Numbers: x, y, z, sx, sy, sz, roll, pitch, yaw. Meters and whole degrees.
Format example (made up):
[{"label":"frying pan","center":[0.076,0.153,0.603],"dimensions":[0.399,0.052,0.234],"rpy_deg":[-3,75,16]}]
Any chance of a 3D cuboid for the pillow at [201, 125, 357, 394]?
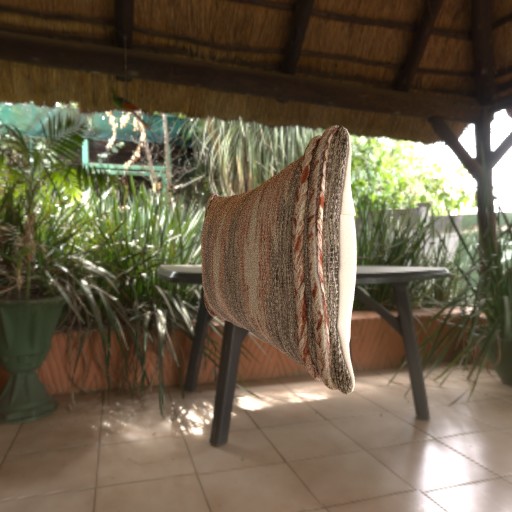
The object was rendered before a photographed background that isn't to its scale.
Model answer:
[{"label":"pillow","center":[0.000,0.000,0.747],"dimensions":[0.139,0.282,0.635],"rpy_deg":[0,0,-19]}]
